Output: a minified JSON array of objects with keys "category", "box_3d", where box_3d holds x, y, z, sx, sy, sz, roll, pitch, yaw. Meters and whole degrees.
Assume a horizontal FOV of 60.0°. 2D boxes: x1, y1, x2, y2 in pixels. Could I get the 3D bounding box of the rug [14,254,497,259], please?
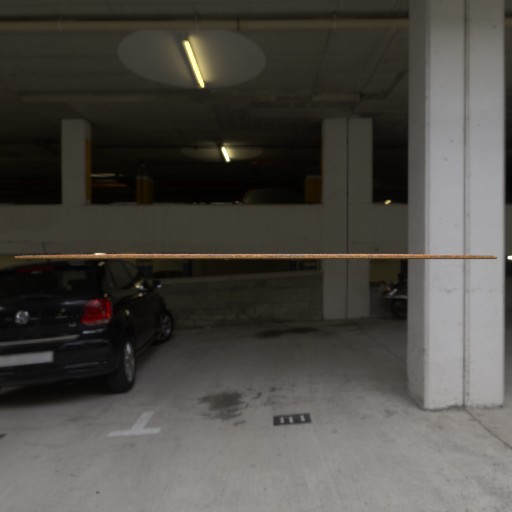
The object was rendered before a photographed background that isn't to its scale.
[{"category":"rug","box_3d":[0.000,0.000,2.180,1.758,0.013,1.148,0,0,1]}]
